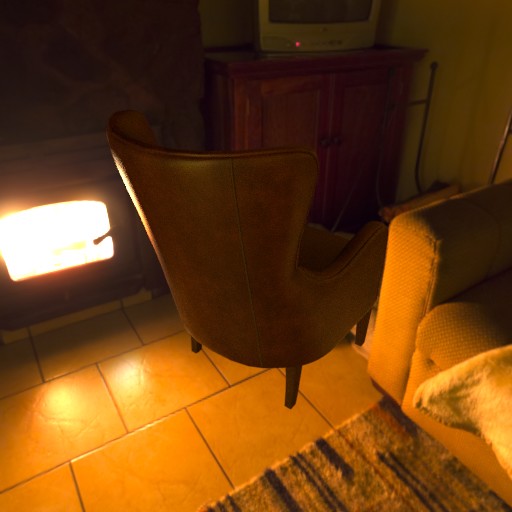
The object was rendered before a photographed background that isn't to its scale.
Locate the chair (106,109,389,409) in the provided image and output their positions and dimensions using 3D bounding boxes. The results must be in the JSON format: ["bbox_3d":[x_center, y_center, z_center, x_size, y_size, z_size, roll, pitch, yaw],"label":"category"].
[{"bbox_3d":[0.000,0.000,1.631,0.692,1.048,0.914,21,36,32],"label":"chair"}]
